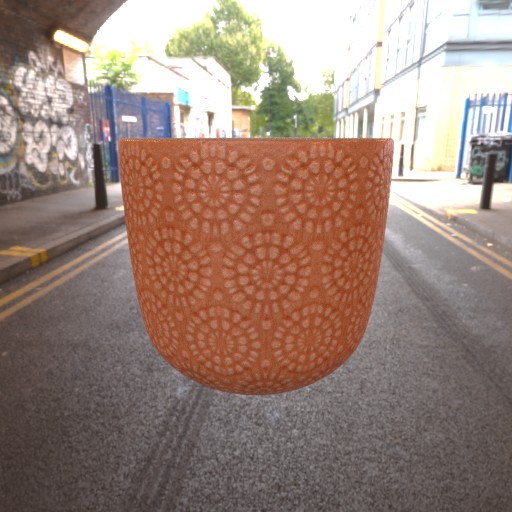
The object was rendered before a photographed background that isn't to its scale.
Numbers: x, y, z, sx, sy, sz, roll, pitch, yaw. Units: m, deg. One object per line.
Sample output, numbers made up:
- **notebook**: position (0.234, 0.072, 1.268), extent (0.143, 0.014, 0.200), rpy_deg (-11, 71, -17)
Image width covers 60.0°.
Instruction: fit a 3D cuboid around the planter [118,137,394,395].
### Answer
- **planter**: position (0.000, 0.000, 0.370), extent (0.208, 0.190, 0.208), rpy_deg (0, 15, 0)
